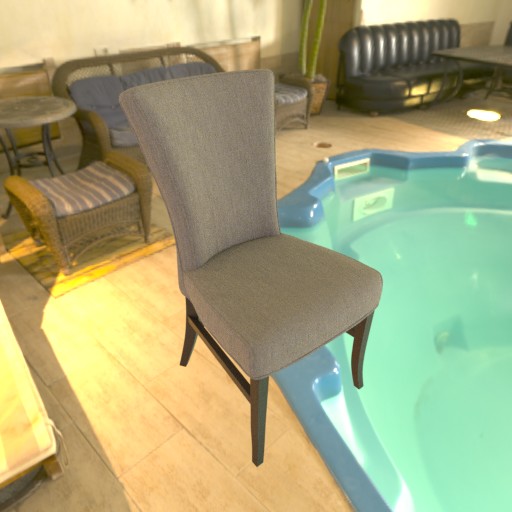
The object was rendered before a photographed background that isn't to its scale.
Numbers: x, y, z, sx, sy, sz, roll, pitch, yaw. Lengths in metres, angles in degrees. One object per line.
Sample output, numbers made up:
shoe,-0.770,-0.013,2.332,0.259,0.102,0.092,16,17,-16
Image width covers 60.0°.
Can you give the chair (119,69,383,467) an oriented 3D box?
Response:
chair,0.000,0.000,1.388,0.520,0.991,0.660,-23,39,-32
